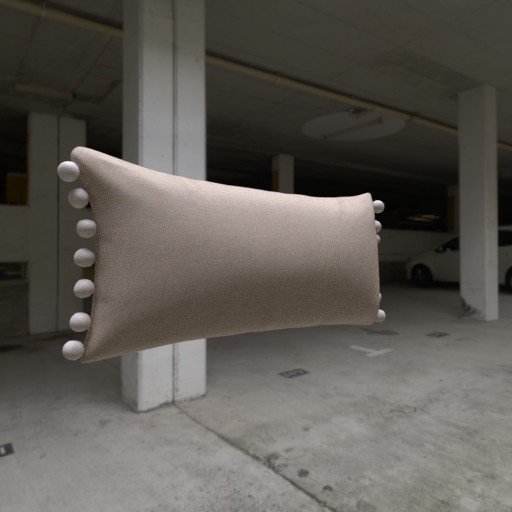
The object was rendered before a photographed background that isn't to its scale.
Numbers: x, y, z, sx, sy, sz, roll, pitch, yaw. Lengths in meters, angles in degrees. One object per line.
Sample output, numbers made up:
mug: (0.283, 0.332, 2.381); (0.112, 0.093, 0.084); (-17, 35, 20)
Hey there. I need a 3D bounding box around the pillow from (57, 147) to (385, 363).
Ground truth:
pillow: (0.000, 0.000, 0.844); (0.709, 0.322, 0.201); (0, -1, -35)
